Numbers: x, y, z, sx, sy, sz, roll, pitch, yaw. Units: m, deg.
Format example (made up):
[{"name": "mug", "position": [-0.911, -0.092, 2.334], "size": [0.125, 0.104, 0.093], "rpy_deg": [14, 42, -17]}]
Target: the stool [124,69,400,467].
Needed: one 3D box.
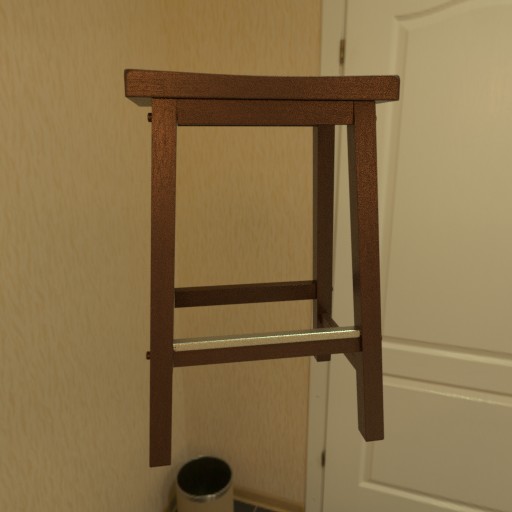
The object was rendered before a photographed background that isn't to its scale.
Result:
[{"name": "stool", "position": [0.000, 0.000, 0.823], "size": [0.406, 0.610, 0.322], "rpy_deg": [-3, 16, -9]}]
